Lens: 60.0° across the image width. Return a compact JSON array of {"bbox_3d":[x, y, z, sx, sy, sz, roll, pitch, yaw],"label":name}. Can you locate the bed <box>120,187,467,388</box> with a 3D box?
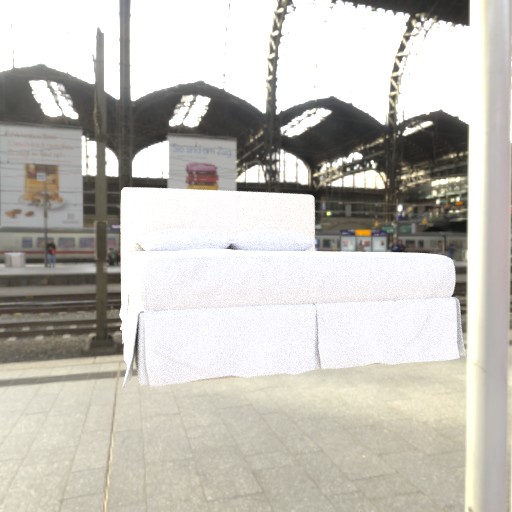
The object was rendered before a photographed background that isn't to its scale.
[{"bbox_3d":[0.000,0.000,3.569,2.119,1.317,2.341,0,1,-18],"label":"bed"}]
